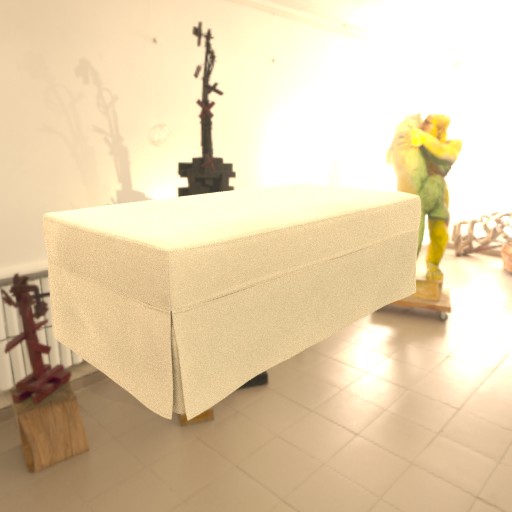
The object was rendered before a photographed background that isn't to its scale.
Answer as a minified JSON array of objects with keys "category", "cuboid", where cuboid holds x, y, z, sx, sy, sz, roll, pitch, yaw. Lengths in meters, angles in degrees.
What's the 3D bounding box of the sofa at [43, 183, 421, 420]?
[{"category":"sofa","cuboid":[0.000,0.000,2.124,0.939,0.552,1.677,14,21,42]}]
